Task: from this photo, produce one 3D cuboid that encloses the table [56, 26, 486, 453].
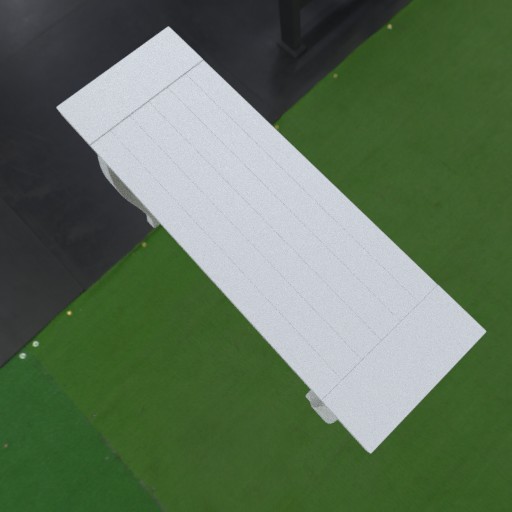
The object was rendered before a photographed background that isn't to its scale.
[{"bbox_3d":[0.000,0.000,1.383,0.373,0.768,1.062,-41,79,-10],"label":"table"}]
